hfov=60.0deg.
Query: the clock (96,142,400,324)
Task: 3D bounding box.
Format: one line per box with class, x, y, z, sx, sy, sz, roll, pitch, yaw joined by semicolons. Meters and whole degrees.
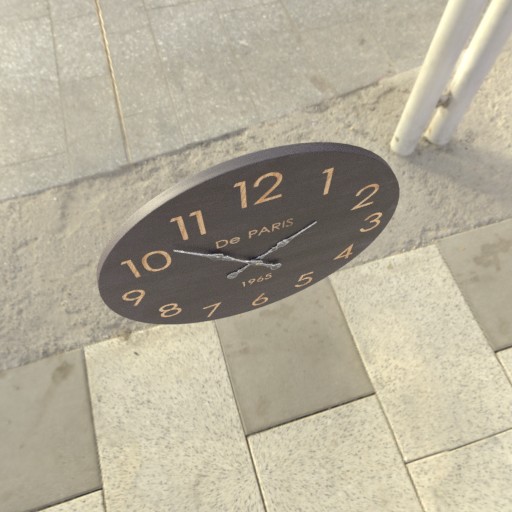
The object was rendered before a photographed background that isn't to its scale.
clock;0.000;0.000;0.873;0.595;0.595;0.029;-17;65;-8
